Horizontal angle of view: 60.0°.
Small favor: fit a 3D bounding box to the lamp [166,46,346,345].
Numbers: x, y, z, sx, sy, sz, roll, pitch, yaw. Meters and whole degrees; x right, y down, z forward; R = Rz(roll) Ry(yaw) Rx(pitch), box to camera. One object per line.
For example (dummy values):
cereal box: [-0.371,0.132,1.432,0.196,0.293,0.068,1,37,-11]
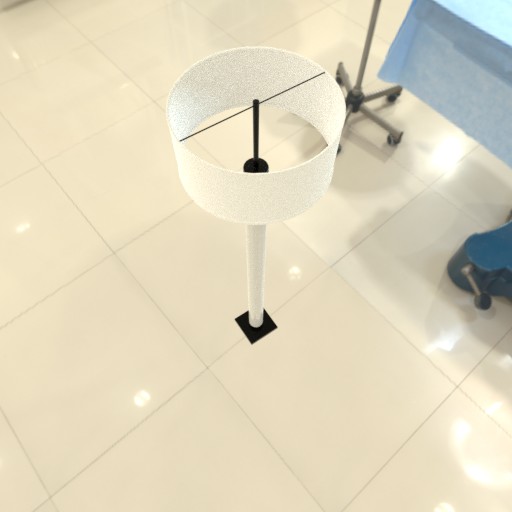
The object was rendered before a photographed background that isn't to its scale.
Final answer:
lamp: [0.000,0.000,1.669,0.420,1.475,0.420,-30,65,-16]
